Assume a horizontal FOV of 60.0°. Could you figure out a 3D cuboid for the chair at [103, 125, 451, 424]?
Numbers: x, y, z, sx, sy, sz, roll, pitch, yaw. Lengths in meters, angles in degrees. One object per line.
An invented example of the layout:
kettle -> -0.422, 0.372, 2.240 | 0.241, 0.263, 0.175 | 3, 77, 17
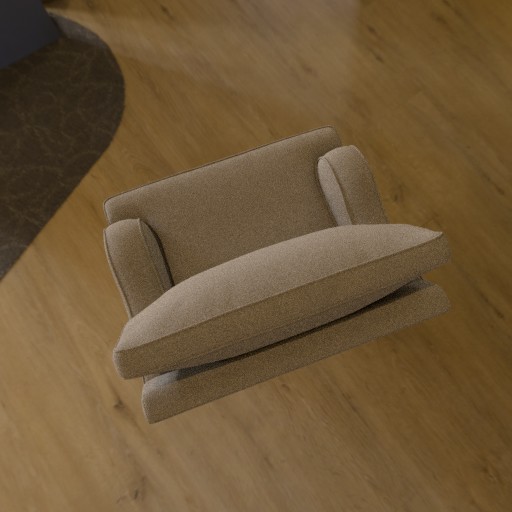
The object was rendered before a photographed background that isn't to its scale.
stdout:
chair -> 0.000, 0.000, 2.007 | 1.220, 1.016, 1.040 | -19, 76, -5
